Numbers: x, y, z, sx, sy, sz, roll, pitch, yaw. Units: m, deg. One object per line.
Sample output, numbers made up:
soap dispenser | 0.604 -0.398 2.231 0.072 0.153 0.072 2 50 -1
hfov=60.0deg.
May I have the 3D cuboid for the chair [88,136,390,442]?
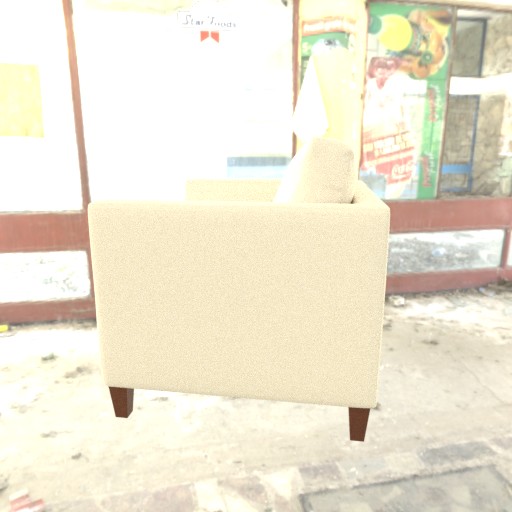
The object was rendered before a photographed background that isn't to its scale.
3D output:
chair | 0.000 0.000 1.725 0.878 0.885 1.019 2 14 9
